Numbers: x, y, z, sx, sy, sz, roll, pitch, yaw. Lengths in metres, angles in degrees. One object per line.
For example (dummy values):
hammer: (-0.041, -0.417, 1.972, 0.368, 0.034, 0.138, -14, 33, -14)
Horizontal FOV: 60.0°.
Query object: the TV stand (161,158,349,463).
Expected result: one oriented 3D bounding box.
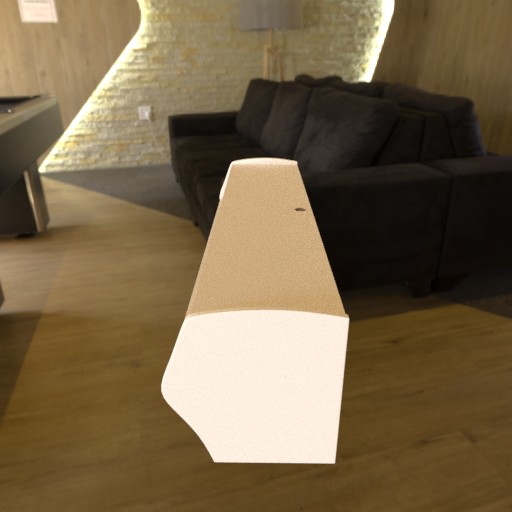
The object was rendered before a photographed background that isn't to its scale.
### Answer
TV stand: (0.000, 0.000, 1.645, 0.397, 0.424, 1.473, 0, 24, 1)
